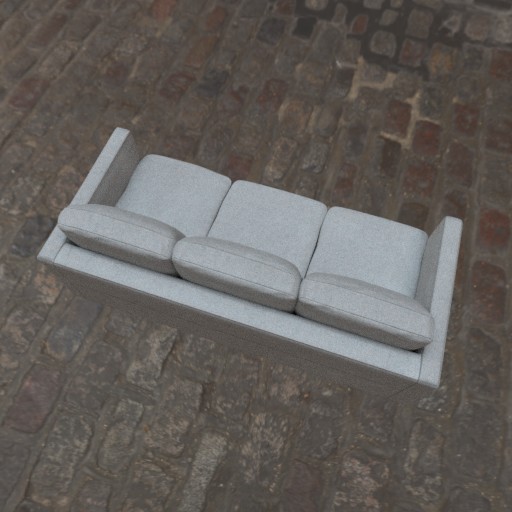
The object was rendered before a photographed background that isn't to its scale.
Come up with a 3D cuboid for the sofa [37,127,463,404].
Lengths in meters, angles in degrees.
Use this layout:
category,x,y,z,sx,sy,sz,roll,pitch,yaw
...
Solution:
category,x,y,z,sx,sy,sz,roll,pitch,yaw
sofa,0.000,0.000,2.472,1.983,0.918,0.944,17,65,8
